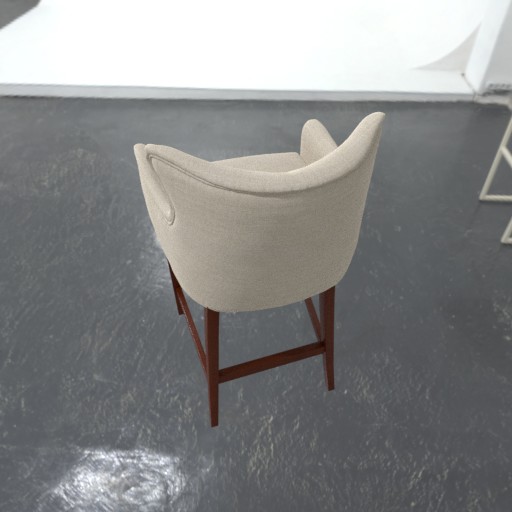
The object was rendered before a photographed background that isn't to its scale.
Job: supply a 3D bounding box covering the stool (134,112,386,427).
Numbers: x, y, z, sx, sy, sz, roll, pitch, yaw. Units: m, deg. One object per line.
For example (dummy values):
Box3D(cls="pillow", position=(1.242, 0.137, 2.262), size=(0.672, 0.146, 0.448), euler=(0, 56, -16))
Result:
Box3D(cls="stool", position=(0.000, 0.000, 1.419), size=(0.615, 0.987, 0.637), euler=(-12, 44, -12))
